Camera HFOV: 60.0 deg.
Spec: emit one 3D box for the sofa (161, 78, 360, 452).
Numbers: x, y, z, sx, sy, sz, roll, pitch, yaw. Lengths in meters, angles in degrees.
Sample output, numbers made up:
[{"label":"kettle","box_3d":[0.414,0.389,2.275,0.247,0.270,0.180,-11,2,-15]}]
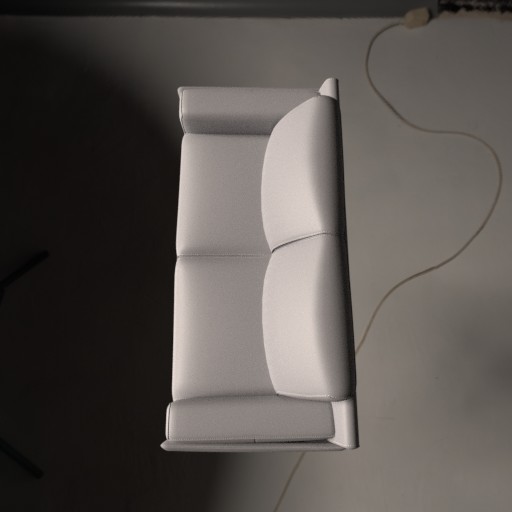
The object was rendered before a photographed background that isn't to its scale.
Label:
[{"label":"sofa","box_3d":[0.000,0.000,2.580,0.969,0.900,2.100,0,76,0]}]
